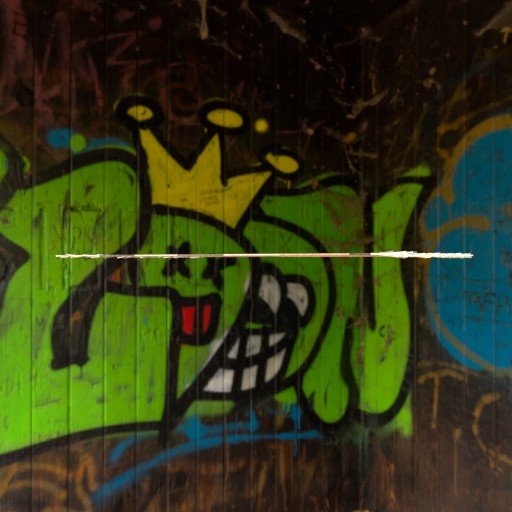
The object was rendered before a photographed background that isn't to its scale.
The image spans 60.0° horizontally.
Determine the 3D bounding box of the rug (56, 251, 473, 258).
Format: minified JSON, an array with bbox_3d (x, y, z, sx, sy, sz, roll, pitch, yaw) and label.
[{"bbox_3d":[0.000,0.000,2.476,2.021,0.027,1.224,0,0,36],"label":"rug"}]
